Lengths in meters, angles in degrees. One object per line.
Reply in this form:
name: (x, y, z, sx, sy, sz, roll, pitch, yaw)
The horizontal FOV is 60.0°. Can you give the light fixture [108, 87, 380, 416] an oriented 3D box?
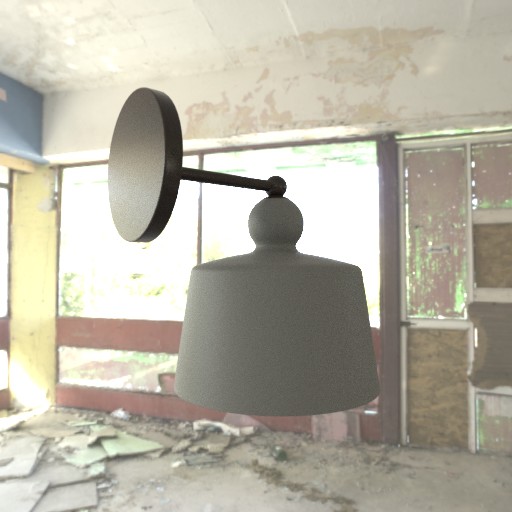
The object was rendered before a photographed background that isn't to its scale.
light fixture: (0.000, 0.000, 0.438, 0.254, 0.268, 0.204, 1, -2, -37)
